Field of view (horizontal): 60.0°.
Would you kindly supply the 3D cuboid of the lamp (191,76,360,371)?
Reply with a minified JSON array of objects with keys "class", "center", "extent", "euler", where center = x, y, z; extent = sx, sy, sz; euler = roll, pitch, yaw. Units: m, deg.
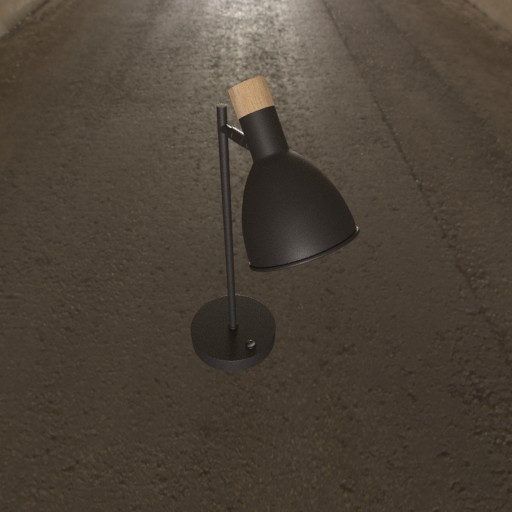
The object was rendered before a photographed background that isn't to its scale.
[{"class":"lamp","center":[0.000,0.000,0.605],"extent":[0.152,0.483,0.287],"euler":[-27,48,-27]}]
